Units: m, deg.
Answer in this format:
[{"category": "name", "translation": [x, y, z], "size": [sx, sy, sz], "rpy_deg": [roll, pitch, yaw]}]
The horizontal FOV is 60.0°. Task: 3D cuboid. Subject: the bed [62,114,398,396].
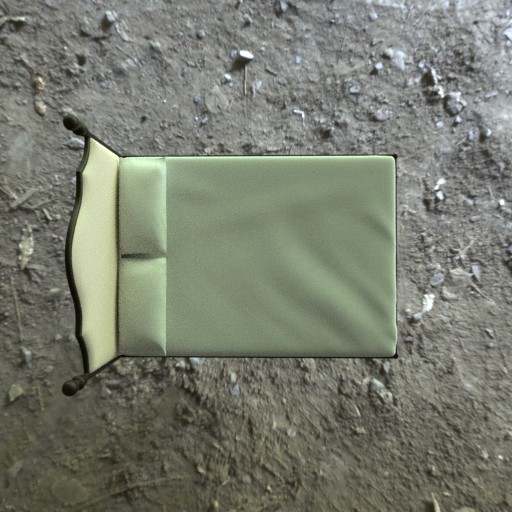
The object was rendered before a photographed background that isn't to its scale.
[{"category": "bed", "translation": [0.000, 0.000, 3.259], "size": [2.224, 1.499, 1.642], "rpy_deg": [0, 90, 1]}]
